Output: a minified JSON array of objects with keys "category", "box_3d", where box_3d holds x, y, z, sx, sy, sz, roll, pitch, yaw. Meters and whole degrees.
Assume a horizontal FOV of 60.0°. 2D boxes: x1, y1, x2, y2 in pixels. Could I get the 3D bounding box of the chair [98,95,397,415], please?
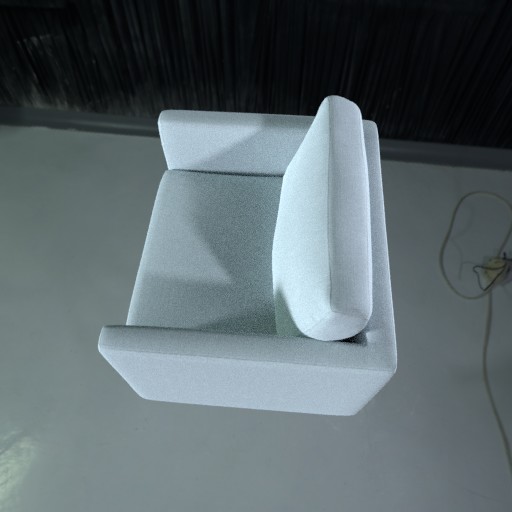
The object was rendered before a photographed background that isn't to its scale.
[{"category":"chair","box_3d":[0.000,0.000,1.840,0.953,0.961,1.107,4,59,2]}]
